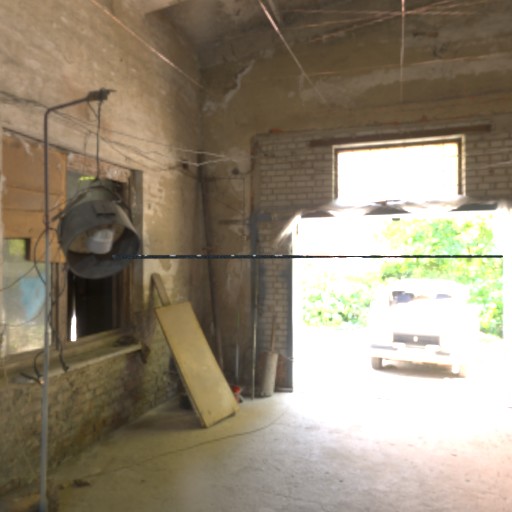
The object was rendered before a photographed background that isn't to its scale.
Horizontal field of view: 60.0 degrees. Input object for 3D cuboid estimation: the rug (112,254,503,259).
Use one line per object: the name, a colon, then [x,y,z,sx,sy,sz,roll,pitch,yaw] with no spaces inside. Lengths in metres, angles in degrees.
rug: [0.000,0.000,3.960,2.439,0.022,3.047,0,0,-18]
